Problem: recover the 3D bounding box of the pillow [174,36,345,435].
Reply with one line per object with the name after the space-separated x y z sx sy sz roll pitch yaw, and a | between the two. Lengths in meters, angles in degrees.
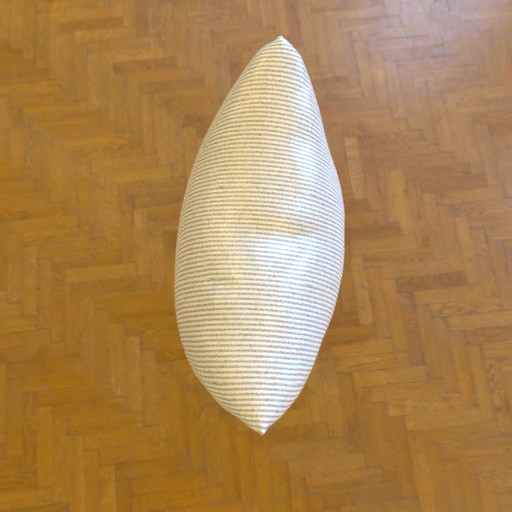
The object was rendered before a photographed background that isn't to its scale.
0.000 0.000 0.679 0.310 0.432 0.387 37 80 7 | pillow
